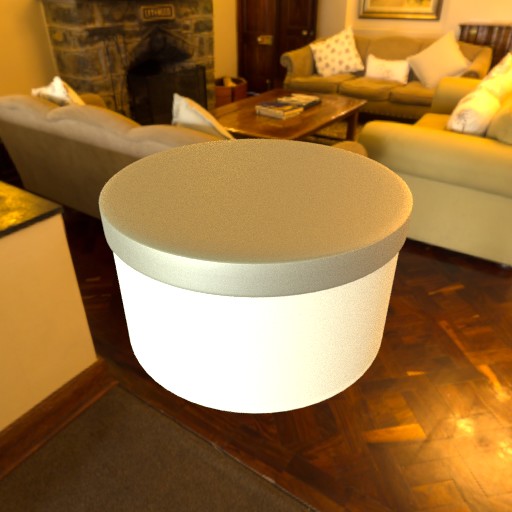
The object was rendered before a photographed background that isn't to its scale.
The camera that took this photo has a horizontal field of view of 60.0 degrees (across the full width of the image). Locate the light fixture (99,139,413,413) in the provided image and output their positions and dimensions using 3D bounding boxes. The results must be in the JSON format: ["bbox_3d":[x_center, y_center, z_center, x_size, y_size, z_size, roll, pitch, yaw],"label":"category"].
[{"bbox_3d":[0.000,0.000,0.637,0.393,0.229,0.393,0,31,0],"label":"light fixture"}]
